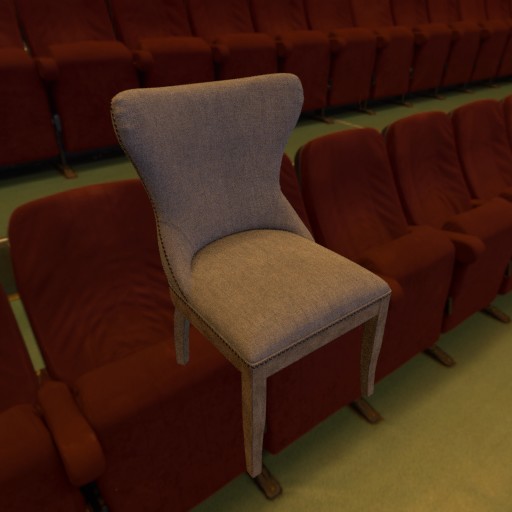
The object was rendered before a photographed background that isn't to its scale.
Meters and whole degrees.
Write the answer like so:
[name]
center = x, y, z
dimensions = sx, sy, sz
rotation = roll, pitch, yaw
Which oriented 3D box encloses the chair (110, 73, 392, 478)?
[chair]
center = 0.000, 0.000, 1.414
dimensions = 0.654, 1.002, 0.681
rotation = -21, 36, -32
